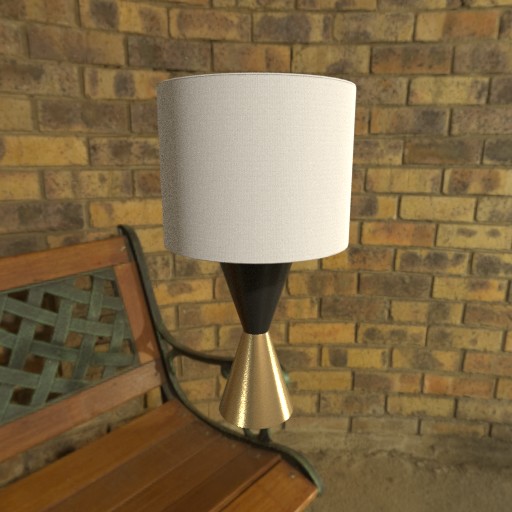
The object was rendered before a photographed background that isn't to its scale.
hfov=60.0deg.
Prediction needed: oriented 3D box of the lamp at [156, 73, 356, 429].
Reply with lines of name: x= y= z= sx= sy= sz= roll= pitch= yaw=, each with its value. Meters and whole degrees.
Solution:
lamp: x=0.000 y=0.000 z=0.752 sx=0.304 sy=0.573 sz=0.304 roll=2 pitch=14 yaw=10
